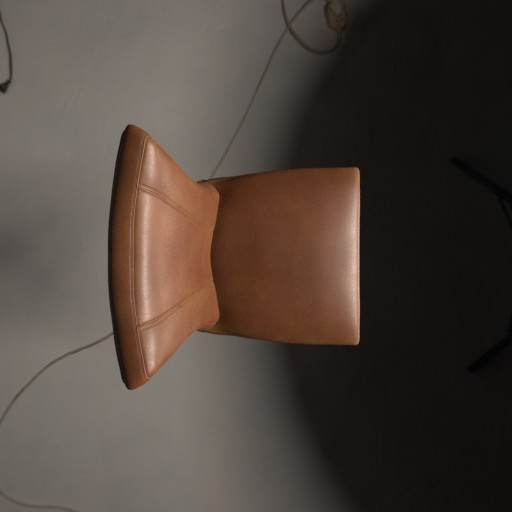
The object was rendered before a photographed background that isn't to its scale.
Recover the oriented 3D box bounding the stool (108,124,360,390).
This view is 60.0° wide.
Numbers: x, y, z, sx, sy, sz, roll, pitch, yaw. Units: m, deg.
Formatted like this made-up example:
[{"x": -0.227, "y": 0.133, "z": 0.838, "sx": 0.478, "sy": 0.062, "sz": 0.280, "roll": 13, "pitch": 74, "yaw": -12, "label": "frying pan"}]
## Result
[{"x": 0.000, "y": 0.000, "z": 1.377, "sx": 0.585, "sy": 1.094, "sz": 0.522, "roll": 0, "pitch": 90, "yaw": 0, "label": "stool"}]
